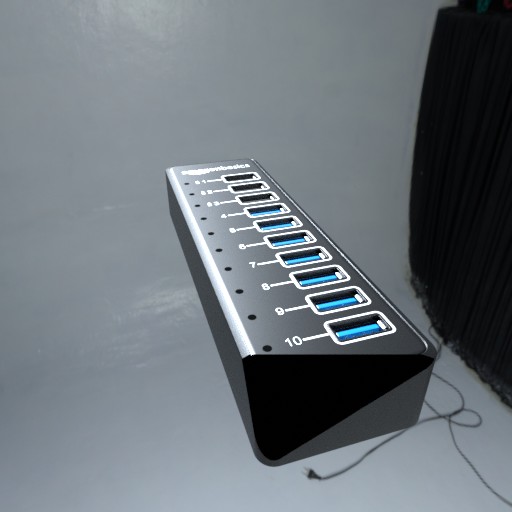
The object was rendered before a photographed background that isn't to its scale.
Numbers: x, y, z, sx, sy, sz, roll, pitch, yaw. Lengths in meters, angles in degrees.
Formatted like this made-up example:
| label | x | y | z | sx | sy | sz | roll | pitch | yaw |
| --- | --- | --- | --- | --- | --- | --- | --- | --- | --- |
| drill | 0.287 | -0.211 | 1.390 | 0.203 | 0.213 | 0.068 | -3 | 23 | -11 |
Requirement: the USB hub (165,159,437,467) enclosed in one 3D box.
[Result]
| label | x | y | z | sx | sy | sz | roll | pitch | yaw |
| --- | --- | --- | --- | --- | --- | --- | --- | --- | --- |
| USB hub | 0.000 | 0.000 | 0.159 | 0.044 | 0.023 | 0.145 | -9 | 32 | -15 |
